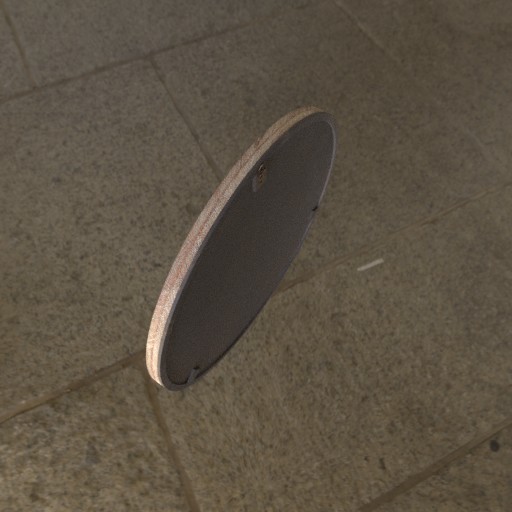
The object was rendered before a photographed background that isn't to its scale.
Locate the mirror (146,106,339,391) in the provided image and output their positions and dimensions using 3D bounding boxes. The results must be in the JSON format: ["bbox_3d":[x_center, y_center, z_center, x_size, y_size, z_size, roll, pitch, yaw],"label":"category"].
[{"bbox_3d":[0.000,0.000,1.046,0.038,0.710,0.710,31,66,15],"label":"mirror"}]
